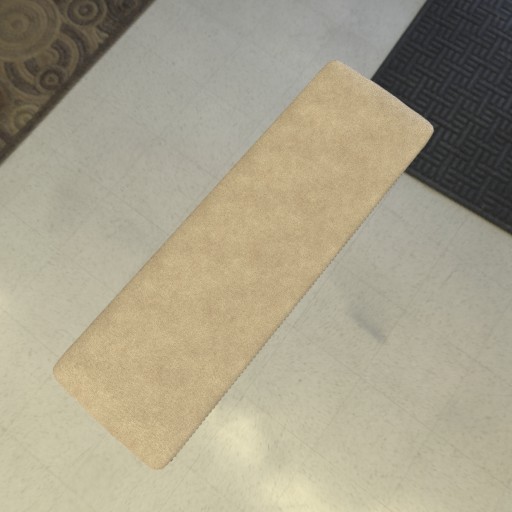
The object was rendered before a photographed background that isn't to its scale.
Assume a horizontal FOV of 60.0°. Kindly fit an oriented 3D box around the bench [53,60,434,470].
[{"bbox_3d":[0.000,0.000,1.662,0.470,0.447,1.482,39,79,9],"label":"bench"}]
